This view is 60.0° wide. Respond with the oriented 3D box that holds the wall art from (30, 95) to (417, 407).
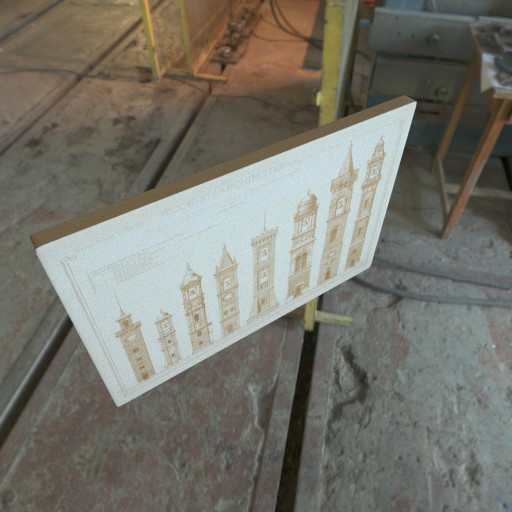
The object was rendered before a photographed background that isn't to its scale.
[{"bbox_3d":[0.000,0.000,0.476,0.380,0.254,0.019,-26,52,-22],"label":"wall art"}]
